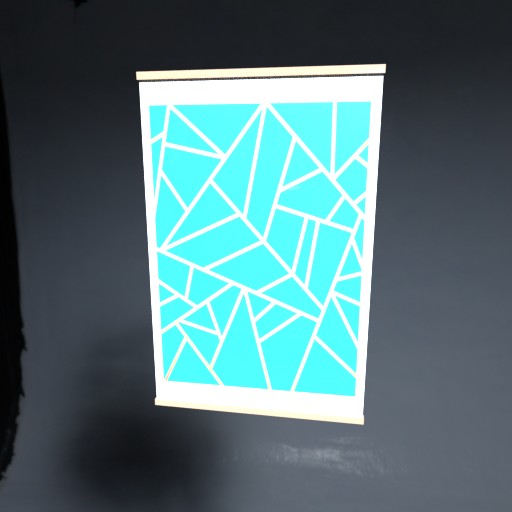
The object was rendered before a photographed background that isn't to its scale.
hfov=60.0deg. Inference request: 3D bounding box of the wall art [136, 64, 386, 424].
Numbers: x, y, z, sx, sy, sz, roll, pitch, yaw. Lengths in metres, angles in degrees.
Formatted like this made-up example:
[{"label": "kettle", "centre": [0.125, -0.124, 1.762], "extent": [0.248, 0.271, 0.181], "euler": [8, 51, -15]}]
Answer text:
[{"label": "wall art", "centre": [0.000, 0.000, 1.926], "extent": [0.990, 1.519, 0.030], "euler": [2, 13, 9]}]
